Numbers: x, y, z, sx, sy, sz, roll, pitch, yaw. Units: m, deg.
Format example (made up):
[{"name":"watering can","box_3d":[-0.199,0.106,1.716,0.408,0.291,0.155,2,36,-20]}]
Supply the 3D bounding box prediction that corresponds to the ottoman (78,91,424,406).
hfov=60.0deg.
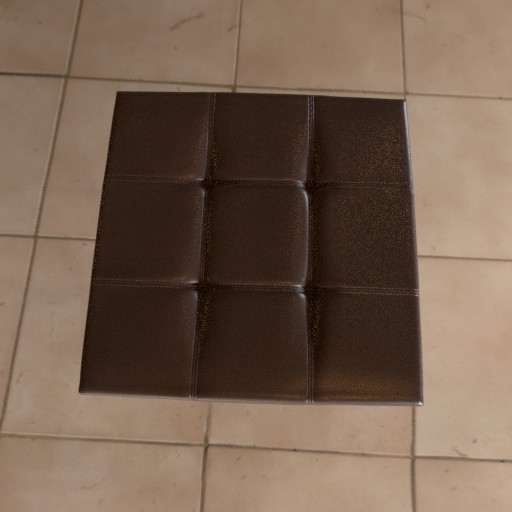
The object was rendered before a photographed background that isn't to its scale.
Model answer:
[{"name":"ottoman","box_3d":[0.000,0.000,1.283,0.787,0.460,0.788,2,76,0]}]
